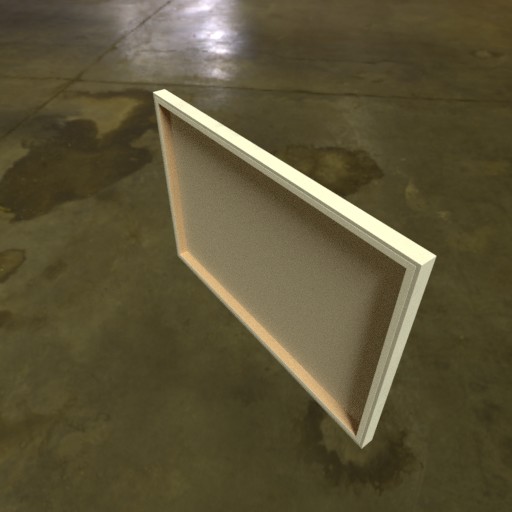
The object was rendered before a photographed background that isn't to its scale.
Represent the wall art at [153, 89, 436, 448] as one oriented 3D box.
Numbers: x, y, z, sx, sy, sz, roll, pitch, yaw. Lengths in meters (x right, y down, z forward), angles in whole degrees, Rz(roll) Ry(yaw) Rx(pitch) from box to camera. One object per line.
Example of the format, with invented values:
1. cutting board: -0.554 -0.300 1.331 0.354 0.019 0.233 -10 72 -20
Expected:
1. wall art: 0.000 0.000 1.182 0.038 0.610 0.915 -26 47 -27
